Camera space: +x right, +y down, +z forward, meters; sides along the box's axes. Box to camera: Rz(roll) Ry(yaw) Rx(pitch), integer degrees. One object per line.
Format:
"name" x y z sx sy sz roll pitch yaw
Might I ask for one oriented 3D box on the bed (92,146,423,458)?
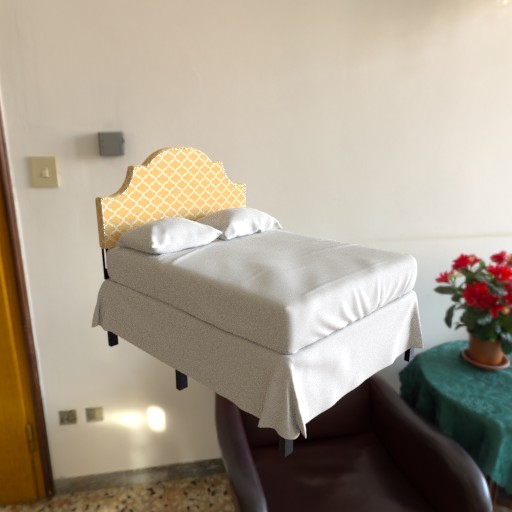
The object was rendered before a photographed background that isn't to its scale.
"bed" 0.000 0.000 3.458 2.222 1.633 1.780 14 20 42
